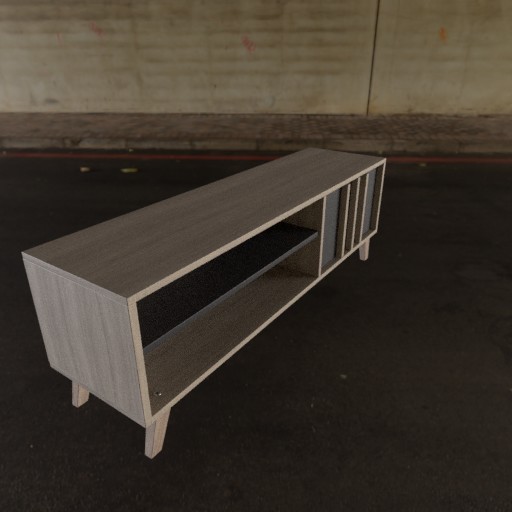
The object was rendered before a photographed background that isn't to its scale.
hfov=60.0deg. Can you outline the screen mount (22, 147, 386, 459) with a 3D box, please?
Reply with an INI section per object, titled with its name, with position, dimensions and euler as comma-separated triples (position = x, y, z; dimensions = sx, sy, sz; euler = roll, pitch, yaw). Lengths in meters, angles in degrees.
[screen mount]
position = 0.000, 0.000, 1.678
dimensions = 0.401, 0.509, 1.500
euler = 17, 30, 31
